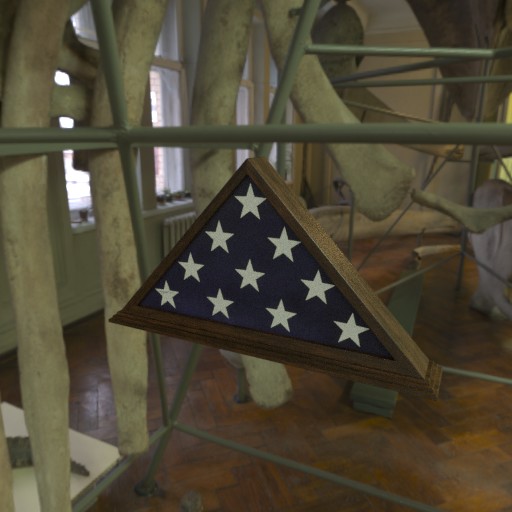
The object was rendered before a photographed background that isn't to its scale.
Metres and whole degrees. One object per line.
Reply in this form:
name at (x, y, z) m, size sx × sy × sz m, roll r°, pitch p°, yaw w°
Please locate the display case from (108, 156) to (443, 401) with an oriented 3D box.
display case at (0.000, 0.000, 0.783) m, size 0.640 × 0.340 × 0.095 m, roll 7°, pitch 17°, yaw 25°
